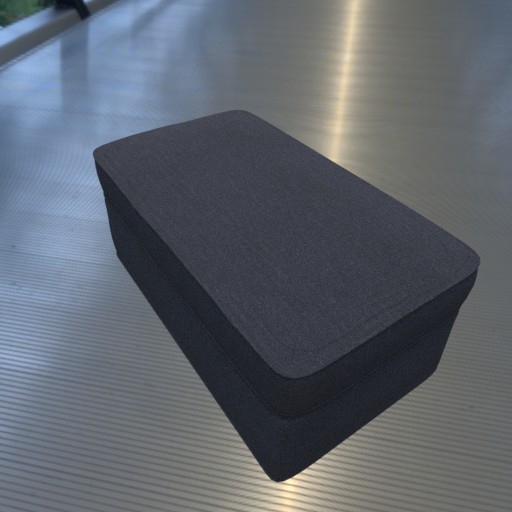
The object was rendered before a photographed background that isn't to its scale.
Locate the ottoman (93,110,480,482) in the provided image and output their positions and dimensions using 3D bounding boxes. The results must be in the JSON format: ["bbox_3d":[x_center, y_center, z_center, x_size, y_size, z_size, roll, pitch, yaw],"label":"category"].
[{"bbox_3d":[0.000,0.000,1.137,0.505,0.453,0.895,-24,46,-25],"label":"ottoman"}]
